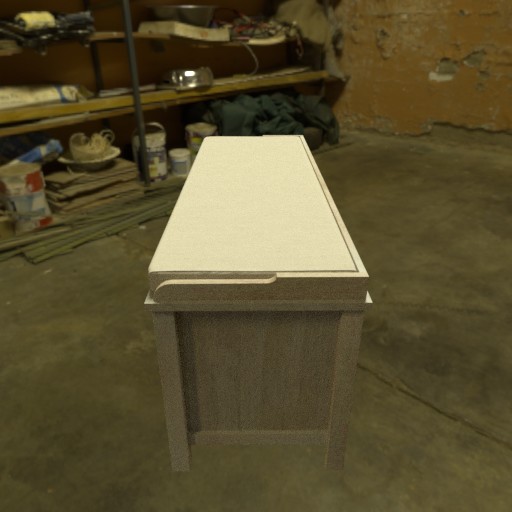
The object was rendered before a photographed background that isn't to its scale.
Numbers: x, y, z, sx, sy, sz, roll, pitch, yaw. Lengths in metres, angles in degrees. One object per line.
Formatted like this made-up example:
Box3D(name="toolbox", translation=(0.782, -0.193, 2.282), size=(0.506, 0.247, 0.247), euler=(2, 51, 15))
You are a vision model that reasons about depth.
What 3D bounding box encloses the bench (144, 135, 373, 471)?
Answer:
Box3D(name="bench", translation=(0.000, 0.000, 1.371), size=(0.398, 0.501, 1.140), euler=(0, 27, 0))
